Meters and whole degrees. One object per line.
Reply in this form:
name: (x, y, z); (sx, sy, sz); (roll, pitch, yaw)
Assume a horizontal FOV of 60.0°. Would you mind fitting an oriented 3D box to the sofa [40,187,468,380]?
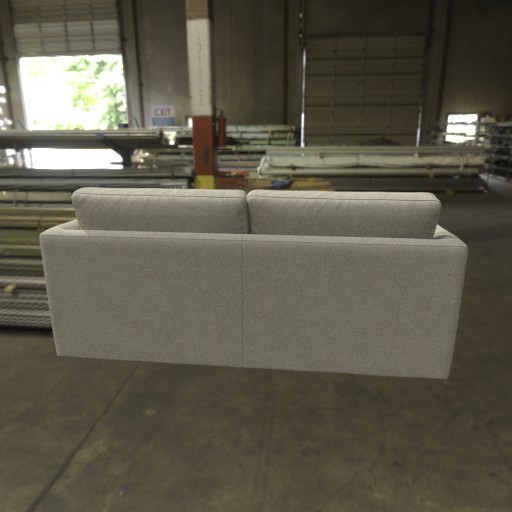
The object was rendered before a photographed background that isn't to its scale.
sofa: (0.000, 0.000, 2.503); (1.905, 0.839, 1.091); (2, 16, 6)
